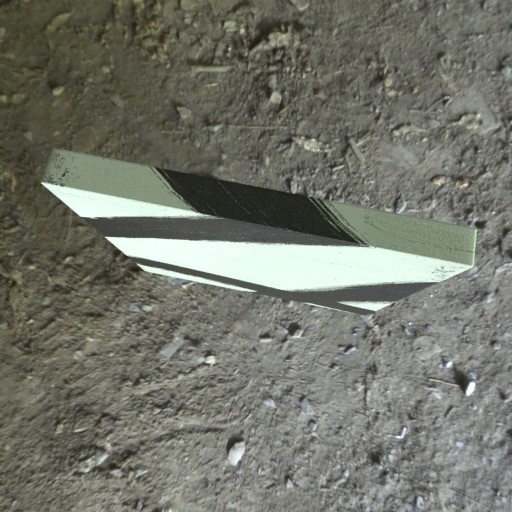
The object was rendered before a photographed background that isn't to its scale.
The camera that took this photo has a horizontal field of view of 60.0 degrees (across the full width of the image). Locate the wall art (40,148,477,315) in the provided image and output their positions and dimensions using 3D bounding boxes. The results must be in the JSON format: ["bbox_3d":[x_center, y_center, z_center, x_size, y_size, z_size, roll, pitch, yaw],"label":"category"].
[{"bbox_3d":[0.000,0.000,0.756,0.507,0.508,0.050,11,76,3],"label":"wall art"}]
